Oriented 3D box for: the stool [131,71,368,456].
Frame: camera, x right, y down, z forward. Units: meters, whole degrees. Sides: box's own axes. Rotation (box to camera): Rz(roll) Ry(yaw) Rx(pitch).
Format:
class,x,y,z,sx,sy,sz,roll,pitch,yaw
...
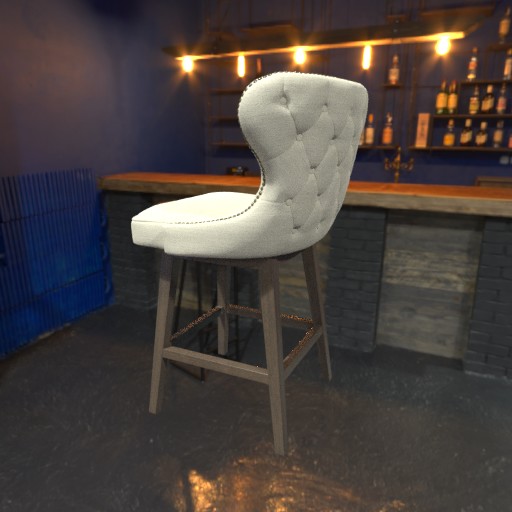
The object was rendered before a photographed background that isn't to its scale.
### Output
class,x,y,z,sx,sy,sz,roll,pitch,yaw
stool,0.000,0.000,1.350,0.597,0.972,0.615,7,17,25
